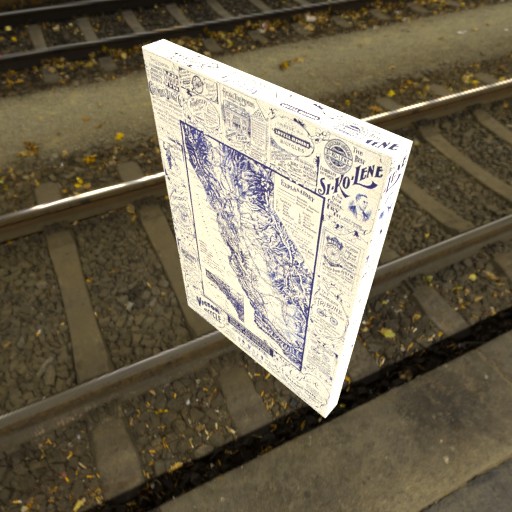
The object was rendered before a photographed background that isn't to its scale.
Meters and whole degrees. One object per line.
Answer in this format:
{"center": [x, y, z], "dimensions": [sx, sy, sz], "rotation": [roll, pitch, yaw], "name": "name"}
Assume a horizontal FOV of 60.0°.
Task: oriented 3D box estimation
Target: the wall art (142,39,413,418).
{"center": [0.000, 0.000, 0.476], "dimensions": [0.255, 0.376, 0.025], "rotation": [34, 55, 28], "name": "wall art"}
